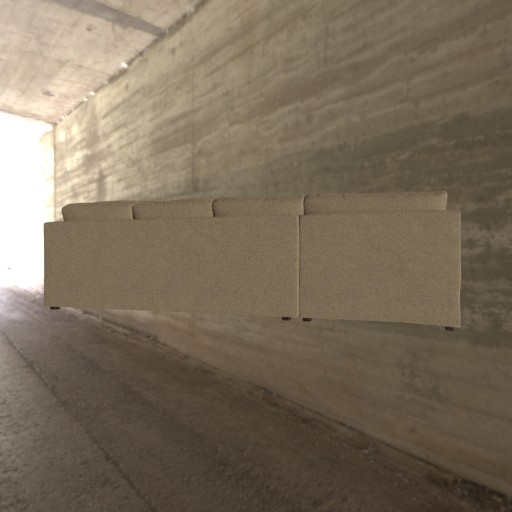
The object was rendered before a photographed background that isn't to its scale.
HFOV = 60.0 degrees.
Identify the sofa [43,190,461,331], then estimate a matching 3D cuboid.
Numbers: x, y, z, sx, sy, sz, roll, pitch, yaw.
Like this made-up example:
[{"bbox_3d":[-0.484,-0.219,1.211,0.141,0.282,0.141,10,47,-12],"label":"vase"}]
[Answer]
[{"bbox_3d":[0.000,0.000,3.954,3.198,0.920,1.638,0,0,18],"label":"sofa"}]
